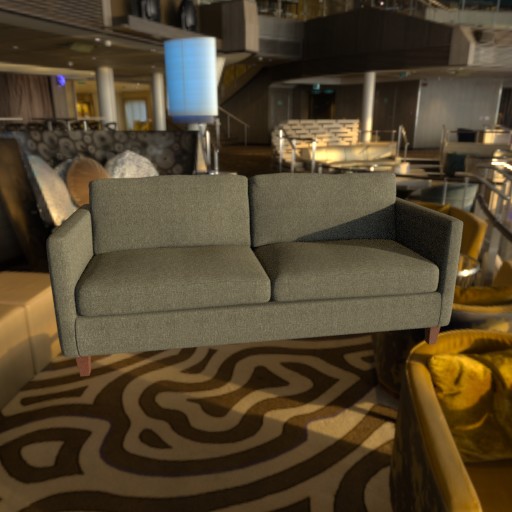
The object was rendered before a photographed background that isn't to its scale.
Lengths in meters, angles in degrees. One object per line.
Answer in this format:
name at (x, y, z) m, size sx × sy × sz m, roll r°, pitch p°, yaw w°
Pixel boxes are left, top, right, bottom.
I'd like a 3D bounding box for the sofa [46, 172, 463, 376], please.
sofa at (0.000, 0.000, 2.767) m, size 2.208 × 0.965 × 0.948 m, roll -3°, pitch 17°, yaw -10°
